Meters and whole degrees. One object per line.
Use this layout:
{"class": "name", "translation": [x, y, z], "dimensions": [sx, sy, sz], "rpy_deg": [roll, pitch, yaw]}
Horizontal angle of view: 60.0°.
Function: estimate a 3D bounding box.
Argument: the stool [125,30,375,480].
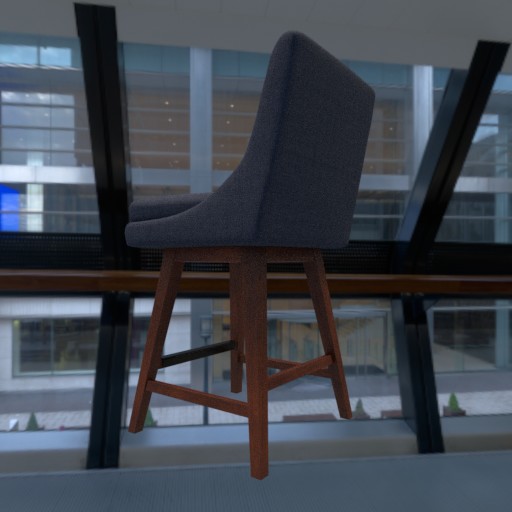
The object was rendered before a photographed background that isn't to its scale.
{"class": "stool", "translation": [0.000, 0.000, 1.166], "dimensions": [0.524, 0.895, 0.467], "rpy_deg": [0, 0, 36]}
